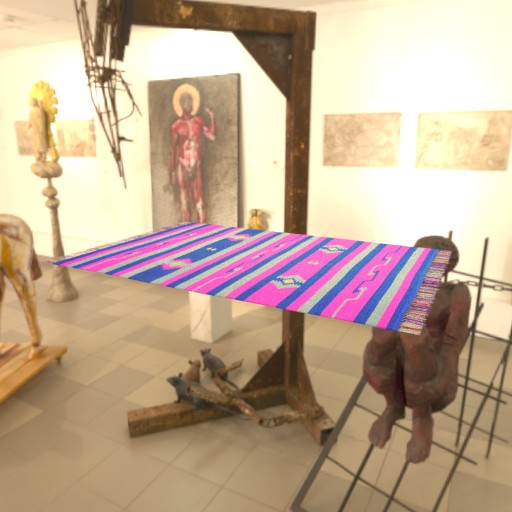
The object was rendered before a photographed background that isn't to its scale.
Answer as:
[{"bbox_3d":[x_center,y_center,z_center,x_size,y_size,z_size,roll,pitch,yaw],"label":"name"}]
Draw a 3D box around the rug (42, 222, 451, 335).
[{"bbox_3d":[0.000,0.000,2.989,2.350,0.013,1.539,8,17,27],"label":"rug"}]
